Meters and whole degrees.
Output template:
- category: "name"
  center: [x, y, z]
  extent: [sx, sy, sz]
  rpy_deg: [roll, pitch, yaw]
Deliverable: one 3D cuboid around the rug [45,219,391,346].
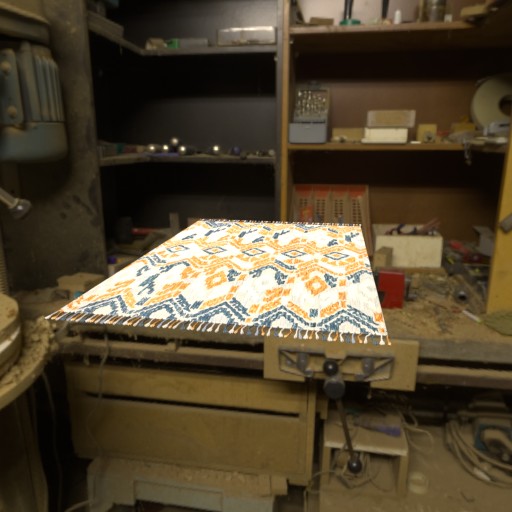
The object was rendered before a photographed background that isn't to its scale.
- category: "rug"
  center: [0.000, 0.000, 3.036]
  extent: [1.533, 0.010, 2.428]
  rpy_deg: [3, 16, 10]
